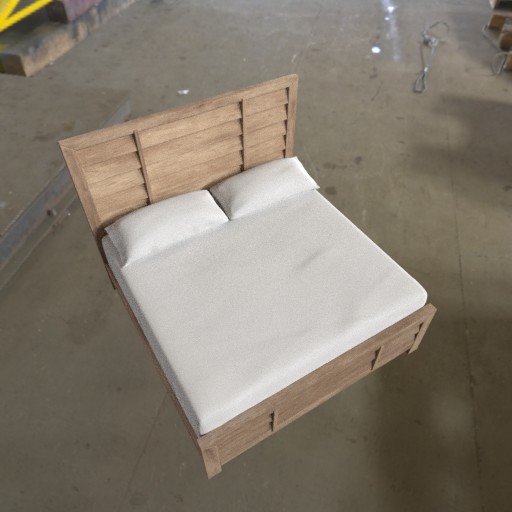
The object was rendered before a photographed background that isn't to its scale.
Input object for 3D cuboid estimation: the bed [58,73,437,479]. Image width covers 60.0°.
[{"bbox_3d":[0.000,0.000,3.486,2.032,1.626,2.062,-24,52,-21],"label":"bed"}]
